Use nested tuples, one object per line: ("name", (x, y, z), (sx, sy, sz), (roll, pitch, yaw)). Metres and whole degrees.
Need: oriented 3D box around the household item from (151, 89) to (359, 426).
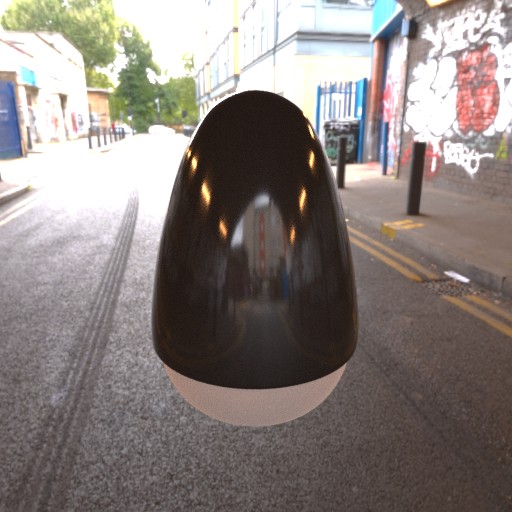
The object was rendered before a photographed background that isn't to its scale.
("household item", (0.000, 0.000, 0.215), (0.102, 0.152, 0.104), (8, 19, 26))
